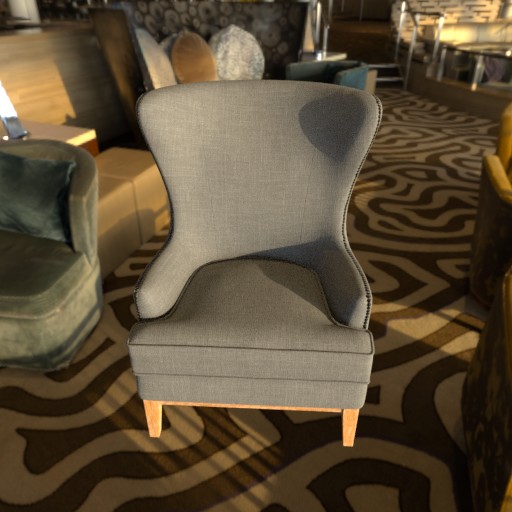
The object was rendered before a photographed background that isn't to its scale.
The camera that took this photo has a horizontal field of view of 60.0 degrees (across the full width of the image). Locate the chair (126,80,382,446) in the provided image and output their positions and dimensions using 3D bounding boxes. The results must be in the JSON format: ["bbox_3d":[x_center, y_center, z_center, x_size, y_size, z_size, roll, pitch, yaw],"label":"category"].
[{"bbox_3d":[0.000,0.000,1.750,0.864,1.176,0.883,2,31,3],"label":"chair"}]
